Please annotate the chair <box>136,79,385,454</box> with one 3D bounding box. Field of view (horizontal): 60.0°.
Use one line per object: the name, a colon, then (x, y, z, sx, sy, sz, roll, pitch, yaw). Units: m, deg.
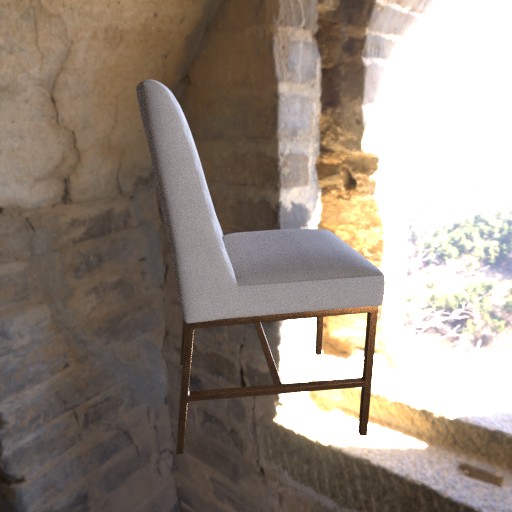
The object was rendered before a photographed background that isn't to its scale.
chair: (0.000, 0.000, 1.295, 0.597, 0.933, 0.503, -2, 17, -8)
